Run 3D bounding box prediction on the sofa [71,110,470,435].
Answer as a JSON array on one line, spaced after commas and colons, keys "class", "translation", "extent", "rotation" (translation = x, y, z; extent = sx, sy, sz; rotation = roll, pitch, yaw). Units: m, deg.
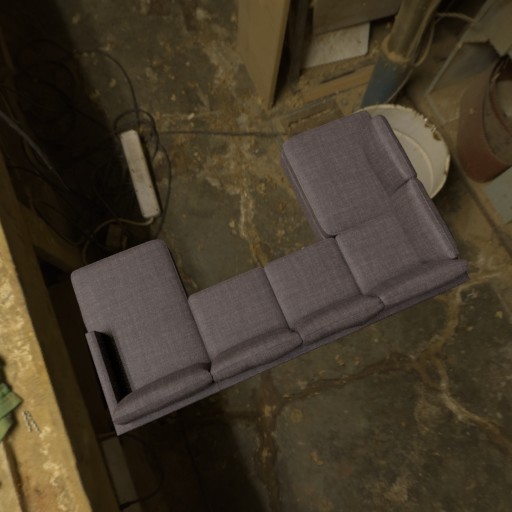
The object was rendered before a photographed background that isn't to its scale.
[{"class": "sofa", "translation": [0.000, 0.000, 4.287], "extent": [3.423, 0.999, 2.048], "rotation": [-22, 76, -6]}]
